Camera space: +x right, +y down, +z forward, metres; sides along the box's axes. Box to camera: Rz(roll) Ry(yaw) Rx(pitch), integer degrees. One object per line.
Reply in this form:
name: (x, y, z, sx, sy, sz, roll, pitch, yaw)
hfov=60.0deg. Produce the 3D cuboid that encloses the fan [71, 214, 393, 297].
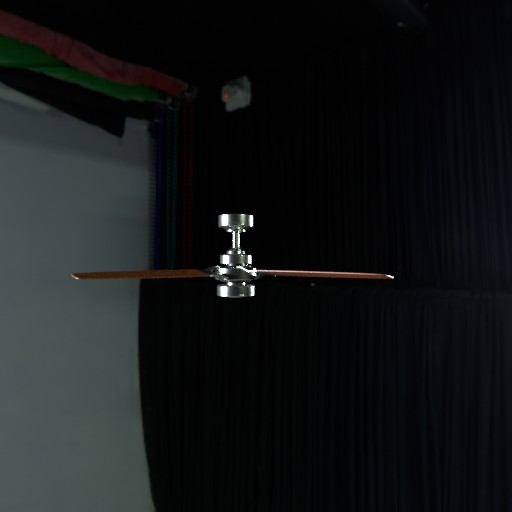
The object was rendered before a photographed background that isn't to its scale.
fan: (0.000, 0.000, 2.115, 1.271, 0.410, 1.416, 0, -1, 36)
